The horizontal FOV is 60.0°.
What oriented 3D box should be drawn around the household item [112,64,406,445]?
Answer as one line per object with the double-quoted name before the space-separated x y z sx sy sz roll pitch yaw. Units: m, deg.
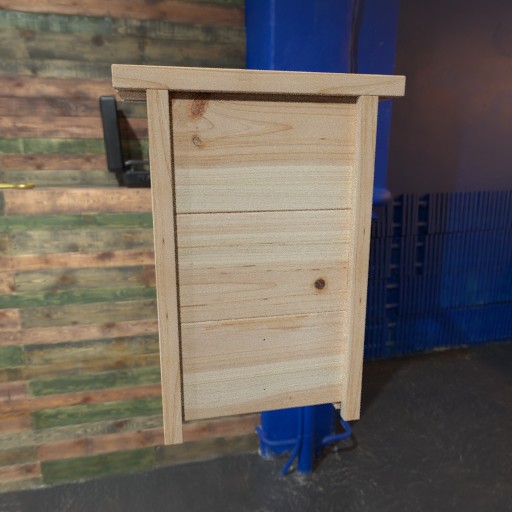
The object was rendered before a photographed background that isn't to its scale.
"household item" 0.000 0.000 0.546 0.301 0.407 0.123 -3 13 -12
